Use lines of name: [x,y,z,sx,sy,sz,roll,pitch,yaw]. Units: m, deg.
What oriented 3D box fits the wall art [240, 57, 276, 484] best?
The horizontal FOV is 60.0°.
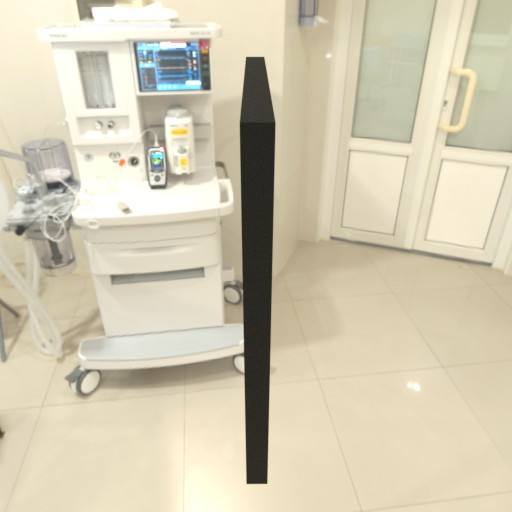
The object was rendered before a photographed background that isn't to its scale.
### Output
wall art: [0.000,0.000,0.537,0.024,0.404,0.329,0,31,0]
